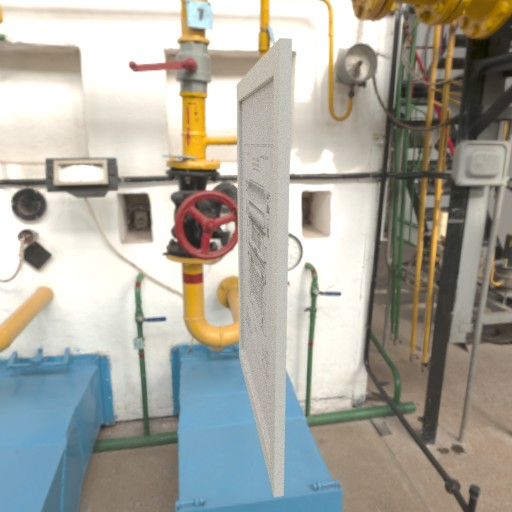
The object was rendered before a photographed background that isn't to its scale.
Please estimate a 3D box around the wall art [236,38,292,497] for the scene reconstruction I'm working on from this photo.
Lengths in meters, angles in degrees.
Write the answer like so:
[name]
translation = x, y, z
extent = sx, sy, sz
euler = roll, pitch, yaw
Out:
[wall art]
translation = 0.000, 0.000, 0.677
extent = 0.013, 0.533, 0.381
euler = -2, 15, -8
